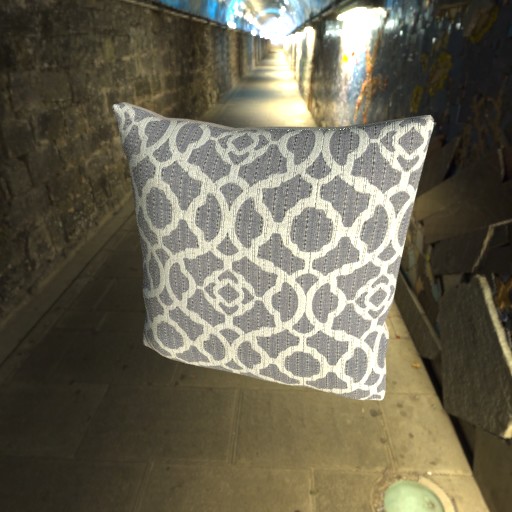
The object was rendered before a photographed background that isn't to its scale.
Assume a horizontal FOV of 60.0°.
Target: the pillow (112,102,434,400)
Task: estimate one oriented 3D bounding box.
[{"bbox_3d":[0.000,0.000,0.779,0.508,0.498,0.215,8,27,16],"label":"pillow"}]
